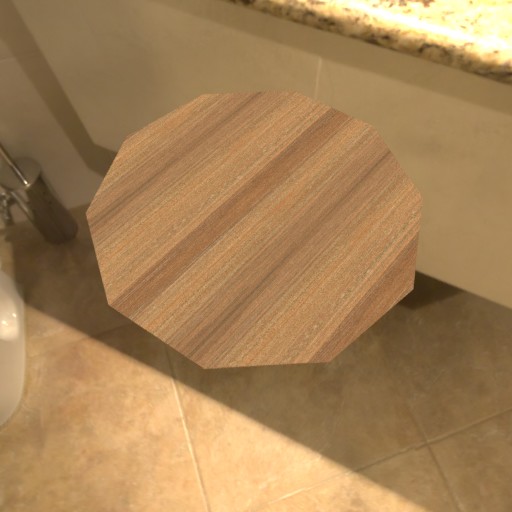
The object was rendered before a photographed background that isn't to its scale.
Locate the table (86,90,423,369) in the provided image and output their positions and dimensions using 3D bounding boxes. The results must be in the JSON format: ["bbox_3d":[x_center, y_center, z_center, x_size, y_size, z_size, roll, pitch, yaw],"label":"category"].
[{"bbox_3d":[0.000,0.000,1.888,1.186,0.752,1.186,0,62,0],"label":"table"}]
